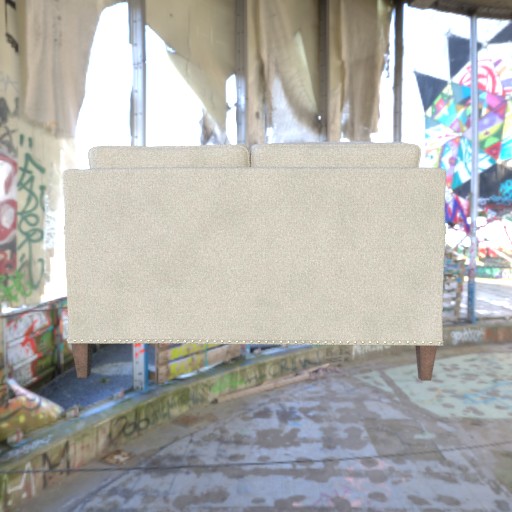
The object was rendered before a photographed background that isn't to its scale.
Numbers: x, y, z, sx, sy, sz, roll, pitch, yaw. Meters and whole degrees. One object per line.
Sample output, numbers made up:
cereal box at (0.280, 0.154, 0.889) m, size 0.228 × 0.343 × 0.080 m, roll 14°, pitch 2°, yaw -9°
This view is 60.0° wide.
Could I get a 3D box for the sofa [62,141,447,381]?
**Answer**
sofa at (0.000, 0.000, 2.262) m, size 1.597 × 1.003 × 1.084 m, roll 0°, pitch 2°, yaw 2°
